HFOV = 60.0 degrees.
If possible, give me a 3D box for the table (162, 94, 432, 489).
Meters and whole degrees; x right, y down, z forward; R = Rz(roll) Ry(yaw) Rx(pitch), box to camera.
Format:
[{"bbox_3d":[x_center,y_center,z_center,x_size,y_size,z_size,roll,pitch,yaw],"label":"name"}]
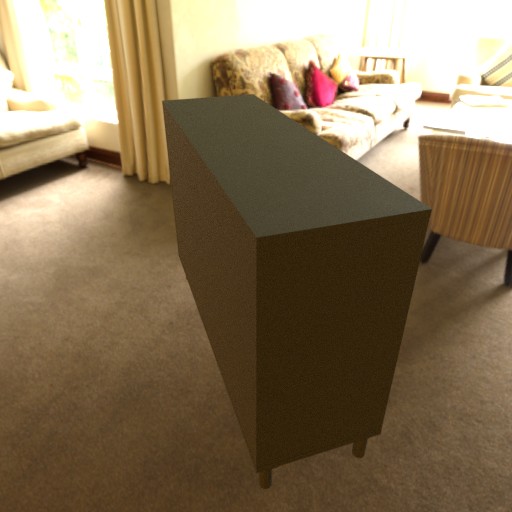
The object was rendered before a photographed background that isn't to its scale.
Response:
[{"bbox_3d":[0.000,0.000,1.586,0.400,0.855,1.200,-10,33,-16],"label":"table"}]
